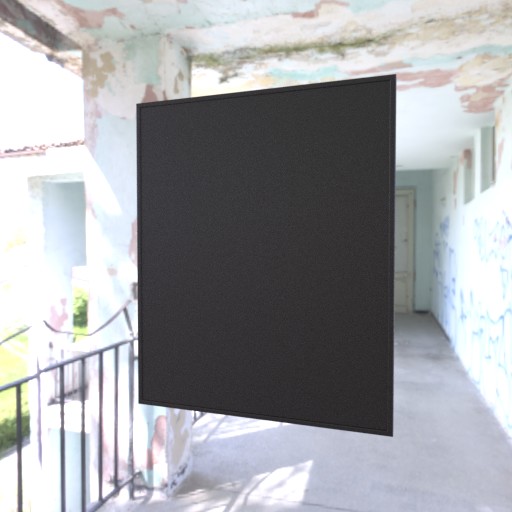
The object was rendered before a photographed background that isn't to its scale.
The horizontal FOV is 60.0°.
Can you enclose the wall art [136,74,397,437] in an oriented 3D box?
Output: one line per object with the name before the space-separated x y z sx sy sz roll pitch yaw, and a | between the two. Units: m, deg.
wall art | 0.000 0.000 0.755 0.451 0.551 0.028 1 2 18
